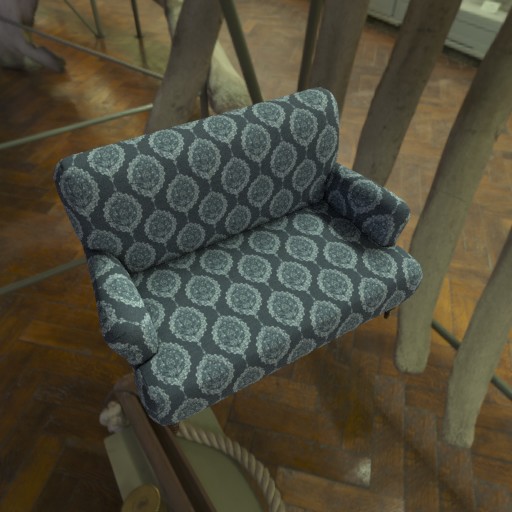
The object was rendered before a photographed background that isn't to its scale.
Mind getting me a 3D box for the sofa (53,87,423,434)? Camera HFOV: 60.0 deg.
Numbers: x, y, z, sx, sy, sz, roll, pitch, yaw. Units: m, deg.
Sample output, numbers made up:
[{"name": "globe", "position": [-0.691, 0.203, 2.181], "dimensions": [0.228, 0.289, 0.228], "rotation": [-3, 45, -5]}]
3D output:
[{"name": "sofa", "position": [0.000, 0.000, 1.792], "dimensions": [1.297, 0.867, 0.779], "rotation": [-23, 50, -21]}]
